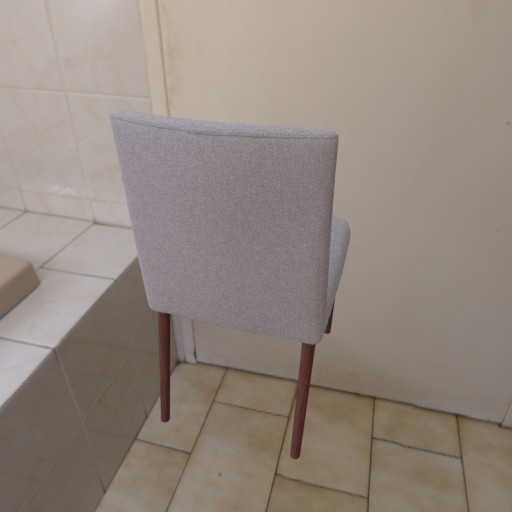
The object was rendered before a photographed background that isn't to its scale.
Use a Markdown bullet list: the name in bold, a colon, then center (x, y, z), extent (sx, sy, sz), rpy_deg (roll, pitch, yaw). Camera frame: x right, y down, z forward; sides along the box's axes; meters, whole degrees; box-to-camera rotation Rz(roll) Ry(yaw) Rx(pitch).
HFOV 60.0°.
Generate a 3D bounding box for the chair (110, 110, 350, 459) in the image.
- **chair**: center (0.000, 0.000, 1.183), extent (0.456, 0.859, 0.570), rpy_deg (10, 34, 14)
